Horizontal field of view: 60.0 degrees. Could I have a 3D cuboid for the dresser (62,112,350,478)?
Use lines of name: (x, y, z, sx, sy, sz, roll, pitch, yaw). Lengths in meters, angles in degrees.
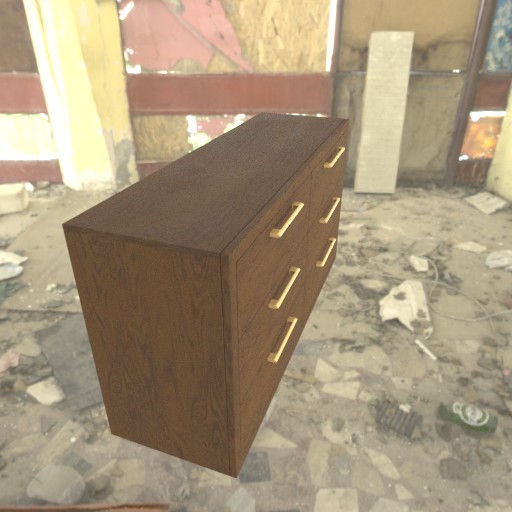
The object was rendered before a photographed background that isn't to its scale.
dresser: (0.000, 0.000, 1.919, 0.512, 0.889, 1.523, 10, 31, 18)
